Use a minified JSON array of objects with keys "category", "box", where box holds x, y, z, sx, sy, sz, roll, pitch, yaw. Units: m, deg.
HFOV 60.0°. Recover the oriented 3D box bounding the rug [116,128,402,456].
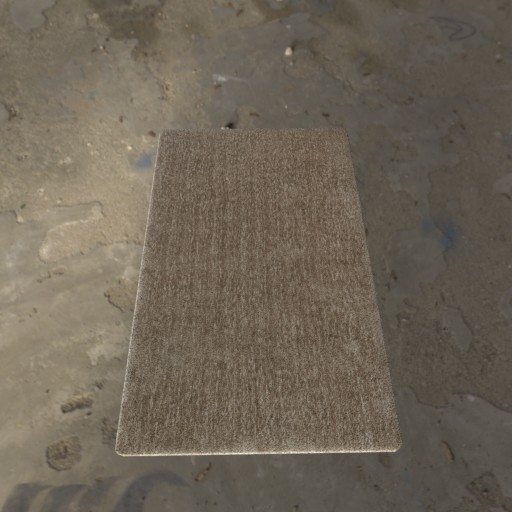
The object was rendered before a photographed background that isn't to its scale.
[{"category":"rug","box":[0.000,0.000,3.001,1.539,0.024,2.469,-1,58,0]}]
